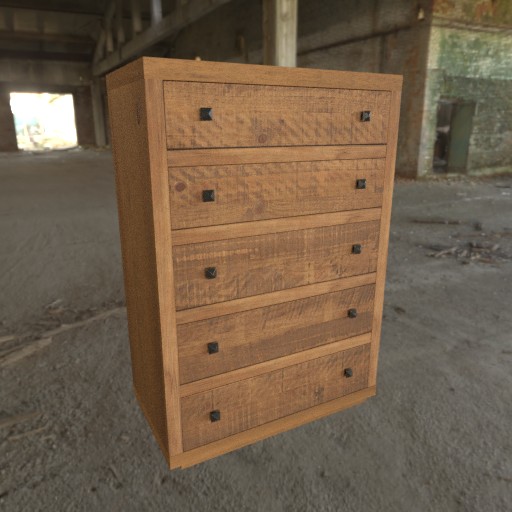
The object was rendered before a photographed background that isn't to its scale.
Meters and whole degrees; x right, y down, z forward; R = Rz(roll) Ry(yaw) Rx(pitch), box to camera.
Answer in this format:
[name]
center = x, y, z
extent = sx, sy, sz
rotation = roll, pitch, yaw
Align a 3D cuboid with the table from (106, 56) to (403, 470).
[table]
center = 0.000, 0.000, 1.702
extent = 0.901, 1.294, 0.524
rotation = -9, 18, -27
